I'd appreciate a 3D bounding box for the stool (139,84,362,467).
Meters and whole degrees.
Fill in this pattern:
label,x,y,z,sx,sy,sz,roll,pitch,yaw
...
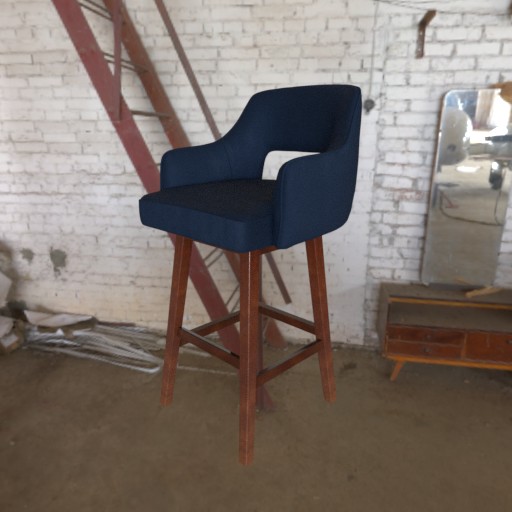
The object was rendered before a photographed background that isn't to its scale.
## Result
label,x,y,z,sx,sy,sz,roll,pitch,yaw
stool,0.000,0.000,1.406,0.550,1.041,0.560,16,23,42
